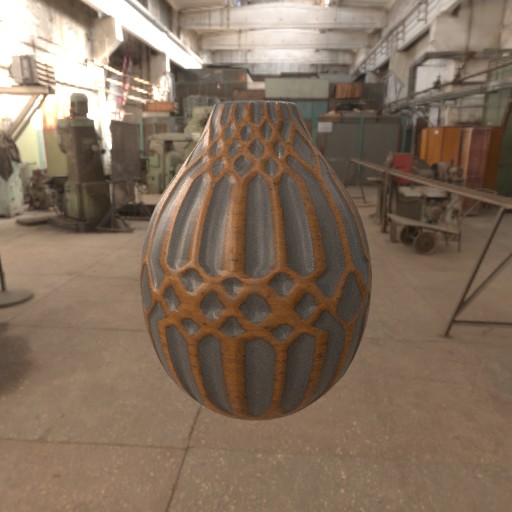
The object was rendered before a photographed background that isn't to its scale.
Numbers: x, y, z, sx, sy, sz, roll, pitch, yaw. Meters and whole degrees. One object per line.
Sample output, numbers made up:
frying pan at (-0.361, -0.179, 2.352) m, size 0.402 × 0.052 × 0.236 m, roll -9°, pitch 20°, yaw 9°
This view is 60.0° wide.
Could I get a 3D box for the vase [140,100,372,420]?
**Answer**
vase at (0.000, 0.000, 0.135) m, size 0.069 × 0.088 × 0.069 m, roll 0°, pitch 15°, yaw 0°
